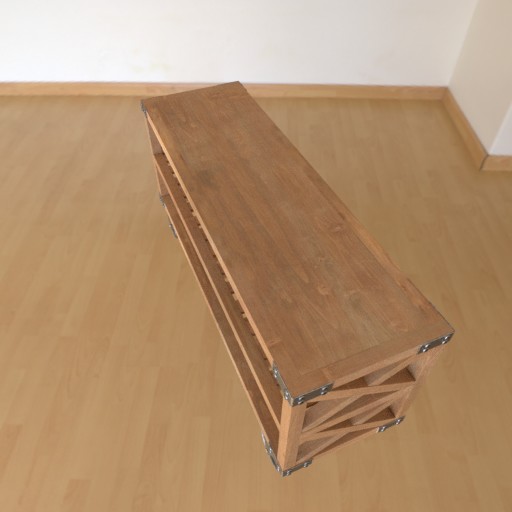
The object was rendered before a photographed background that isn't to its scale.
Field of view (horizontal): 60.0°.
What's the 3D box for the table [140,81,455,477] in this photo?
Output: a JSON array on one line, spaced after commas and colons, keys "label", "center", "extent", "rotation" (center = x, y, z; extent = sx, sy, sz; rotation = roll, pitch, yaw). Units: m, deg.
[{"label": "table", "center": [0.000, 0.000, 1.767], "extent": [0.467, 0.711, 1.487], "rotation": [-17, 49, -16]}]
